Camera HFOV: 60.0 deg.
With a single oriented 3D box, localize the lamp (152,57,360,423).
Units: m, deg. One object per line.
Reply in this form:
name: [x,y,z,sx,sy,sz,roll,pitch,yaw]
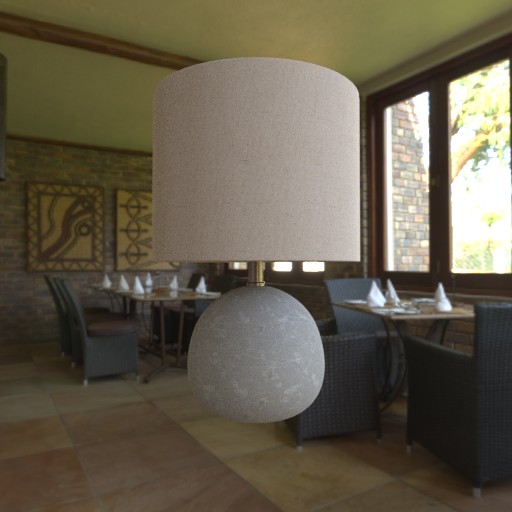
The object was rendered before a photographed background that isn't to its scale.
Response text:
lamp: [0.000,0.000,0.590,0.269,0.409,0.269,0,-1,18]
